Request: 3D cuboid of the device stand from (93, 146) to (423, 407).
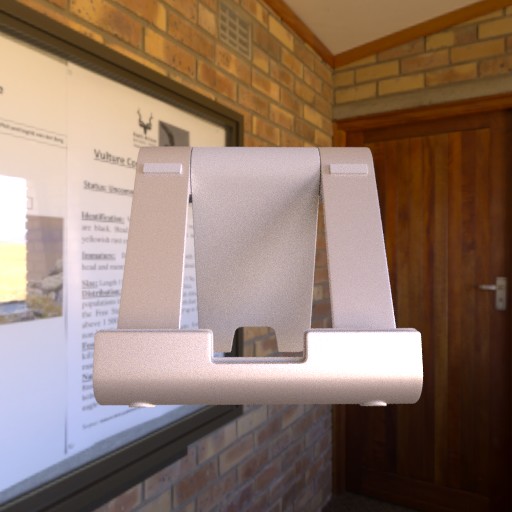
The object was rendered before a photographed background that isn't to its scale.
[{"bbox_3d":[0.000,0.000,0.155,0.086,0.084,0.079,0,0,-1],"label":"device stand"}]
